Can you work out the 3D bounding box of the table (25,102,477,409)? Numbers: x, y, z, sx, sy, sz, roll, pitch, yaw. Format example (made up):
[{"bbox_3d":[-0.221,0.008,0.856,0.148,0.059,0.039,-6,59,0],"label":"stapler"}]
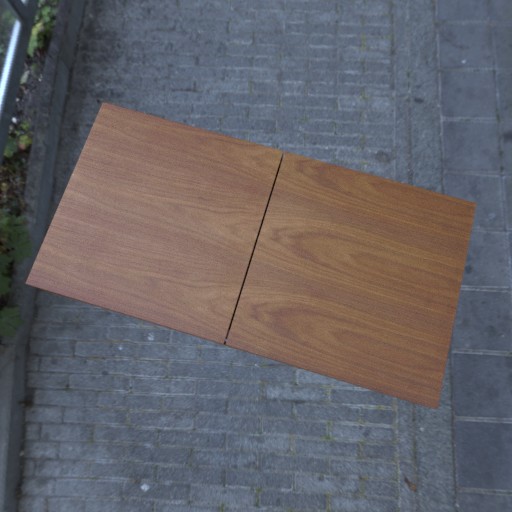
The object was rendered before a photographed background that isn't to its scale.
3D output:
[{"bbox_3d":[0.000,0.000,1.455,1.194,0.330,0.610,16,77,4],"label":"table"}]
